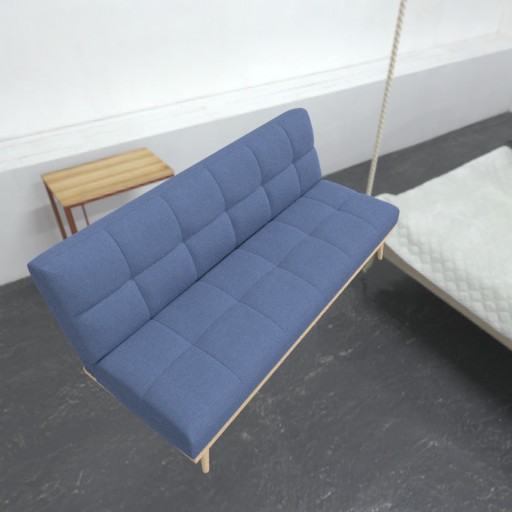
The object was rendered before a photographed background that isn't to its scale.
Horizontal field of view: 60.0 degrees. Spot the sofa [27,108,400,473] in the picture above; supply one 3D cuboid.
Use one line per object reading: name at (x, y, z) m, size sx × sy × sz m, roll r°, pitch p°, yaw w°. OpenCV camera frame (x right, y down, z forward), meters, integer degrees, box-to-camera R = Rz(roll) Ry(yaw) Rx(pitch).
sofa at (0.000, 0.000, 2.206) m, size 0.796 × 0.800 × 1.800 m, roll 26°, pitch 47°, yaw 27°
